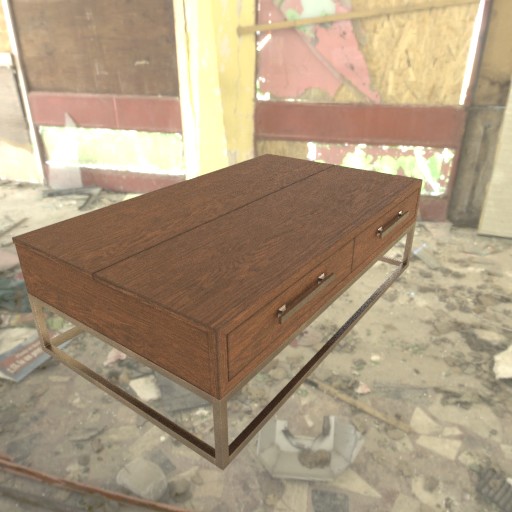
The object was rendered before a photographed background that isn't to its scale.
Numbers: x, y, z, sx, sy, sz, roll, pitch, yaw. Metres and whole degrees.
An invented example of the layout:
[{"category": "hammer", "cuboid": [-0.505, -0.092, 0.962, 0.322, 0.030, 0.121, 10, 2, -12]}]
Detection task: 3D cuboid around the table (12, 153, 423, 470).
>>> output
[{"category": "table", "cuboid": [0.000, 0.000, 1.463, 0.719, 0.361, 1.167, 18, 31, 32]}]
